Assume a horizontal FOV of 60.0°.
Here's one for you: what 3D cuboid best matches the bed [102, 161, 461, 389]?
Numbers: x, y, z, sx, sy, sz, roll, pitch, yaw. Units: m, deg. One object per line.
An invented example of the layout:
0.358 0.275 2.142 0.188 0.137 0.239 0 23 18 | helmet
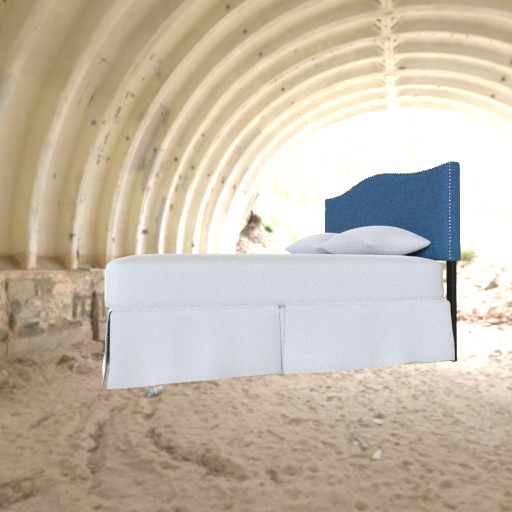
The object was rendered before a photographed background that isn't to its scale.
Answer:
0.000 0.000 2.904 1.872 1.169 1.610 0 -1 -17 | bed
